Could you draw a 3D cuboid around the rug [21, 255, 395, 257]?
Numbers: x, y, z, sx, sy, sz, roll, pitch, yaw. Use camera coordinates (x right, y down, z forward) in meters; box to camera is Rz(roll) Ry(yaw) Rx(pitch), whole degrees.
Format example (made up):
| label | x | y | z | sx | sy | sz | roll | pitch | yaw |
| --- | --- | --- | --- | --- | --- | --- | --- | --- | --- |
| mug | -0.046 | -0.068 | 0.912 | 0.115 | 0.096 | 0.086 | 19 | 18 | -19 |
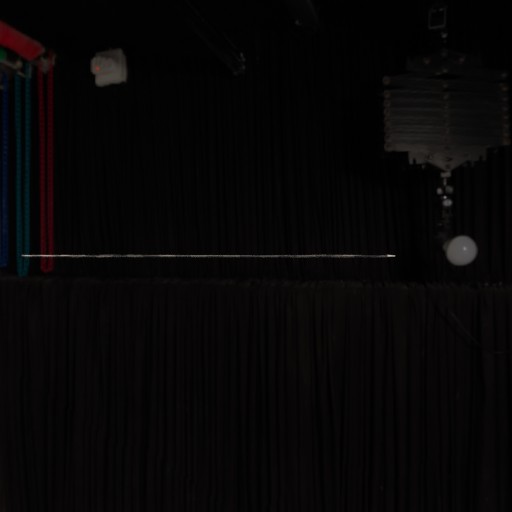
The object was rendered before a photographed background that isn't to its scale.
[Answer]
| label | x | y | z | sx | sy | sz | roll | pitch | yaw |
| --- | --- | --- | --- | --- | --- | --- | --- | --- | --- |
| rug | 0.000 | 0.000 | 4.122 | 2.432 | 0.013 | 3.021 | 0 | 0 | 18 |
